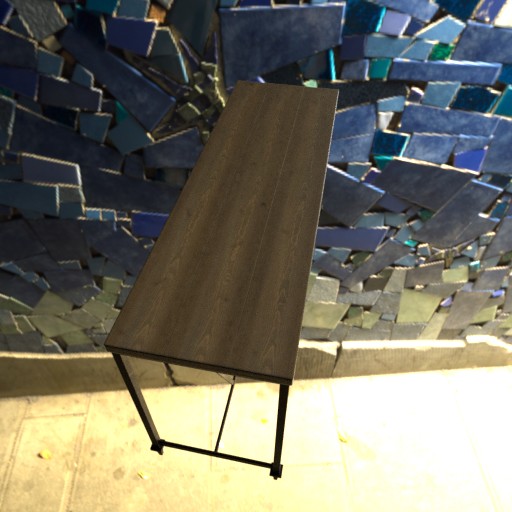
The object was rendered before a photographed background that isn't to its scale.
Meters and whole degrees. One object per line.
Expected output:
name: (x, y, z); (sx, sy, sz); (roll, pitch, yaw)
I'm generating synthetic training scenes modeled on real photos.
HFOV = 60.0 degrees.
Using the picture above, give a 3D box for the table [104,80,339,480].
table: (0.000, 0.000, 2.122); (0.551, 0.902, 1.700); (8, 47, 8)
